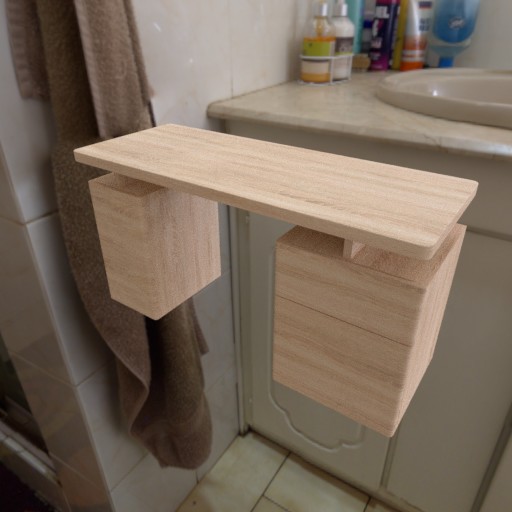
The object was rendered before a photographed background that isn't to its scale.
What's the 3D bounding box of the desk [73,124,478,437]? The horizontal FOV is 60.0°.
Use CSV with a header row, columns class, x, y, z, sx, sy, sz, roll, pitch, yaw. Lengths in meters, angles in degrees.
class,x,y,z,sx,sy,sz,roll,pitch,yaw
desk,0.000,0.000,1.786,1.400,0.760,0.550,19,35,30
